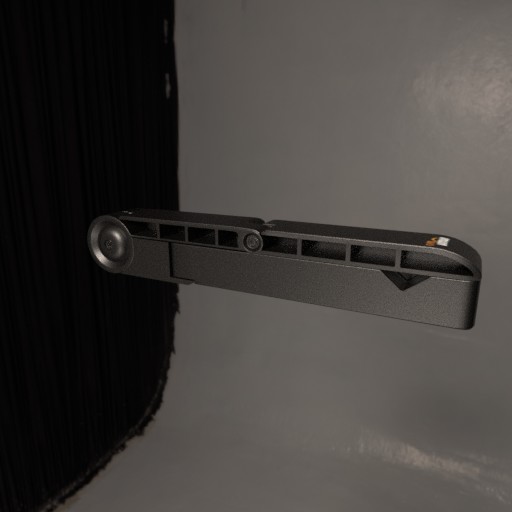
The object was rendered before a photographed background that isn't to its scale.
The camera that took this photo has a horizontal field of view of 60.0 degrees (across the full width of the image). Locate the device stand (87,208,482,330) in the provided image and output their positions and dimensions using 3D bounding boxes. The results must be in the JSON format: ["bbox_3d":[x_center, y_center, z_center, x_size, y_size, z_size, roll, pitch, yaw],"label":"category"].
[{"bbox_3d":[0.000,0.000,0.197,0.179,0.030,0.026,7,17,25],"label":"device stand"}]
